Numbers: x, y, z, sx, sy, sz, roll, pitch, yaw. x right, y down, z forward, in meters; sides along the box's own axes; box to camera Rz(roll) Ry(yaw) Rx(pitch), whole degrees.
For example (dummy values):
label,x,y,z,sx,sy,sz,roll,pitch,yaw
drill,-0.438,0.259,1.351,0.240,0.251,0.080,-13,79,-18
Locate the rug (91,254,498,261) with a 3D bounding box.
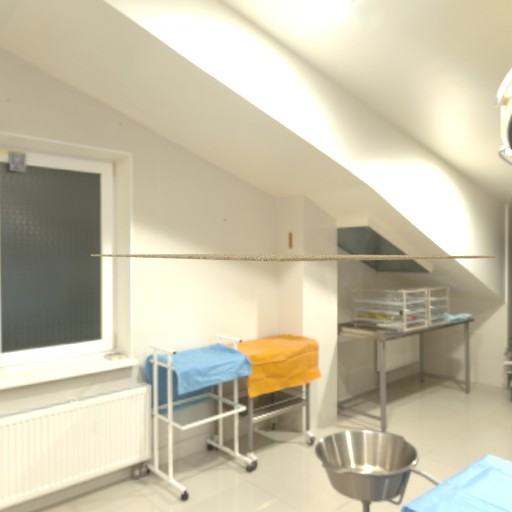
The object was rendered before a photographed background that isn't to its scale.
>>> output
label,x,y,z,sx,sy,sz,roll,pitch,yaw
rug,0.000,0.000,2.992,1.540,0.012,2.448,0,1,-35
